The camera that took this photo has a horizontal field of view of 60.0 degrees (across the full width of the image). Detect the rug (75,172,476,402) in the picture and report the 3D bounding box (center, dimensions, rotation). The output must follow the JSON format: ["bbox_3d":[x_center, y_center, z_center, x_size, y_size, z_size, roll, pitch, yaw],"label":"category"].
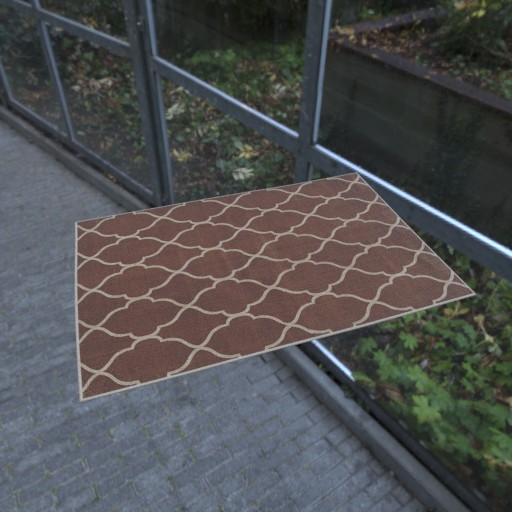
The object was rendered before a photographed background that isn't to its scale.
[{"bbox_3d":[0.000,0.000,2.935,2.294,0.014,1.528,-12,42,-14],"label":"rug"}]
